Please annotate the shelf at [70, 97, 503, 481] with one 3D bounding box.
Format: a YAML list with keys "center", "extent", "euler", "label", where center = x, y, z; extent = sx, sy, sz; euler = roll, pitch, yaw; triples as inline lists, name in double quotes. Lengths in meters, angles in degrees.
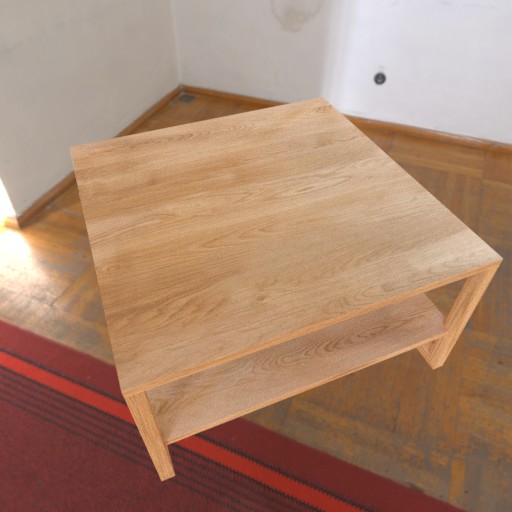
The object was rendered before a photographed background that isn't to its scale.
- center: [0.000, 0.000, 1.392]
  extent: [0.899, 0.480, 0.899]
  euler: [-16, 48, -15]
  label: "shelf"
